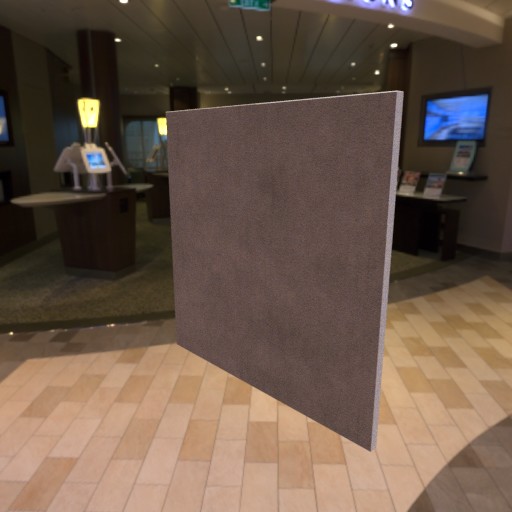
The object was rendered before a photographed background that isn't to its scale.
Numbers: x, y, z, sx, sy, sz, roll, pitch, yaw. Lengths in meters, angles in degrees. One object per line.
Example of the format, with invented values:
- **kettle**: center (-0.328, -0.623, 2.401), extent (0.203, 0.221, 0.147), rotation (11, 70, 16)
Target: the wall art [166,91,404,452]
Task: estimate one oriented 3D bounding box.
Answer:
- **wall art**: center (0.000, 0.000, 1.018), extent (0.020, 0.661, 0.664), rotation (-13, 19, -42)
